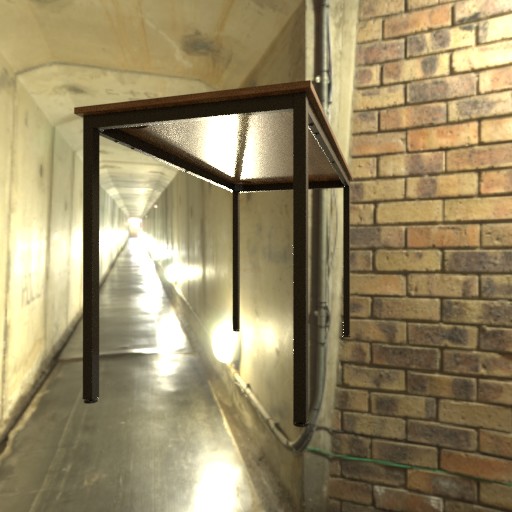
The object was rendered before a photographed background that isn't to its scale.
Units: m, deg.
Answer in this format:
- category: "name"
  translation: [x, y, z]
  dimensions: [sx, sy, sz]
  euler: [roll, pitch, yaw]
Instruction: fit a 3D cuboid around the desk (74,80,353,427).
- category: "desk"
  translation: [0.000, 0.000, 1.603]
  dimensions: [0.600, 0.749, 1.200]
  euler: [0, 0, 17]
